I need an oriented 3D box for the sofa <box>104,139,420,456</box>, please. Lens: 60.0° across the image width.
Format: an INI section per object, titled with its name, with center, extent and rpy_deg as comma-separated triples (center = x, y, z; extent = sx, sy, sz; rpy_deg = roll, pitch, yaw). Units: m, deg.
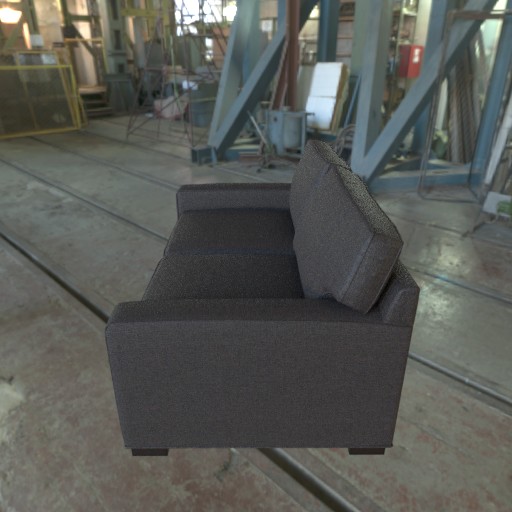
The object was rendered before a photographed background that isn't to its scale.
[sofa]
center = 0.000, 0.000, 2.098
extent = 0.974, 0.887, 1.534
rpy_deg = 0, 25, 0
